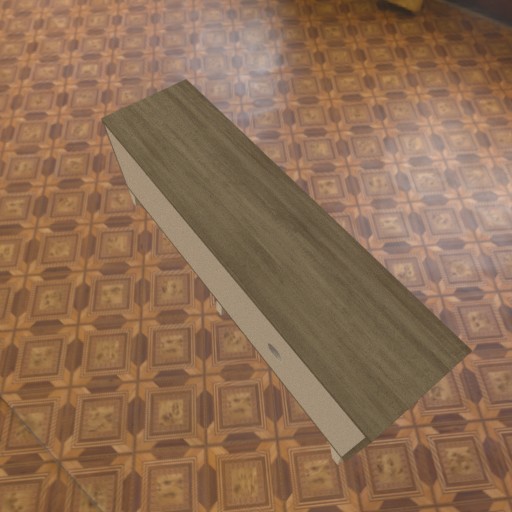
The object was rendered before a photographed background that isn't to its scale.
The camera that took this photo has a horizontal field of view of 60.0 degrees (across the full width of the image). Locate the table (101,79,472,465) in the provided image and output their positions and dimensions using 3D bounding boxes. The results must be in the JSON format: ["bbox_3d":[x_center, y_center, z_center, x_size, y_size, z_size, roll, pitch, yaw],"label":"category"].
[{"bbox_3d":[0.000,0.000,1.729,0.400,0.530,1.500,-33,64,-18],"label":"table"}]
